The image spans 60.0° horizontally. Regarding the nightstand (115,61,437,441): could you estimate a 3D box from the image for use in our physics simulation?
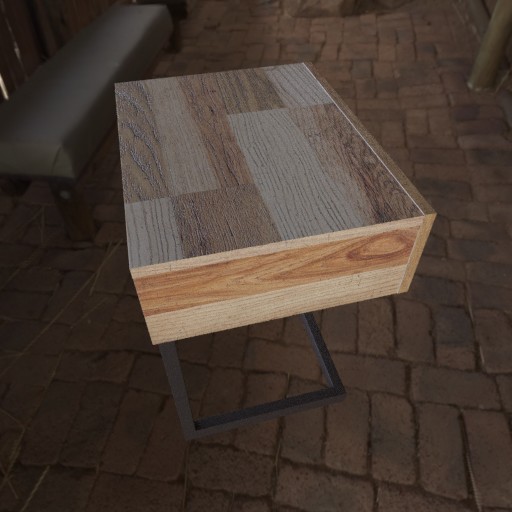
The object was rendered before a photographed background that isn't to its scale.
[{"bbox_3d":[0.000,0.000,1.029,0.481,0.632,0.558,-10,47,-10],"label":"nightstand"}]
